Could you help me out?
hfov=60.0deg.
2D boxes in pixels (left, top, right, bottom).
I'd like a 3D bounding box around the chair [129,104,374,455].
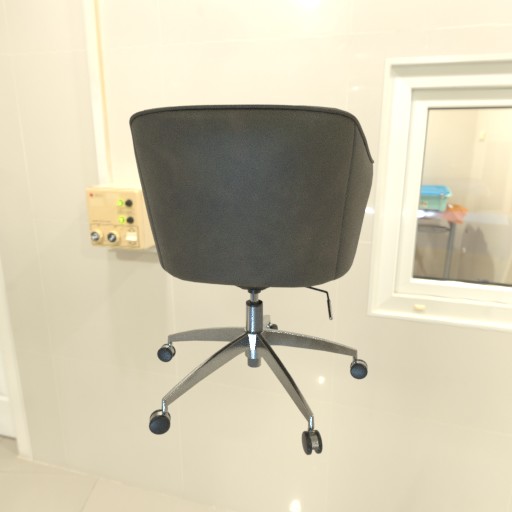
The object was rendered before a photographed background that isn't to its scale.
[{"bbox_3d":[0.000,0.000,1.326,0.713,0.827,0.689,3,16,9],"label":"chair"}]
